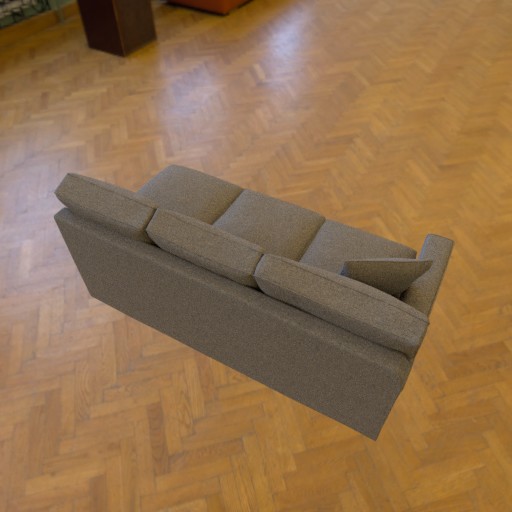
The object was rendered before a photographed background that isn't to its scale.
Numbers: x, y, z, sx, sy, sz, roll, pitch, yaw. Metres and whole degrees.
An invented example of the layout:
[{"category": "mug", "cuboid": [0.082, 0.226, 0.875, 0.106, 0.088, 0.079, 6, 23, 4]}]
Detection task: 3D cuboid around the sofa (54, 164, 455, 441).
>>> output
[{"category": "sofa", "cuboid": [0.000, 0.000, 2.573, 1.963, 0.946, 1.034, 22, 51, 19]}]
